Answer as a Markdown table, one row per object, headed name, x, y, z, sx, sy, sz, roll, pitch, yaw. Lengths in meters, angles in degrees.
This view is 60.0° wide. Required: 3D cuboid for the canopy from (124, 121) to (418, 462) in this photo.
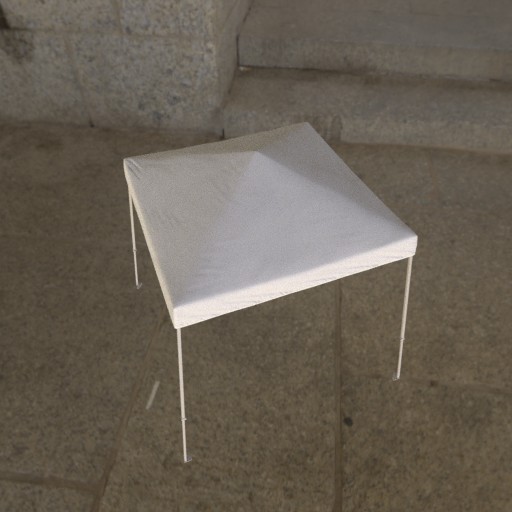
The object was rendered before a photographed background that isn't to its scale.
| name | x | y | z | sx | sy | sz | roll | pitch | yaw |
| --- | --- | --- | --- | --- | --- | --- | --- | --- | --- |
| canopy | 0.000 | 0.000 | 6.645 | 3.599 | 3.600 | 3.600 | -16 | 47 | -15 |
